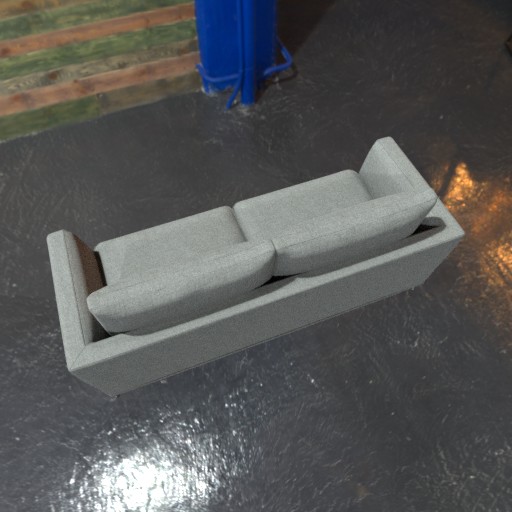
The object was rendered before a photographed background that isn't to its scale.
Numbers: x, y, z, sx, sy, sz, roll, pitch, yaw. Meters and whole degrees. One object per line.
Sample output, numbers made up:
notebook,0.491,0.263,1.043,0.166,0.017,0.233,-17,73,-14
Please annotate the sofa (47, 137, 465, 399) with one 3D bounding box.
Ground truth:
sofa,0.000,0.000,2.692,2.212,1.002,0.869,-18,59,-11
